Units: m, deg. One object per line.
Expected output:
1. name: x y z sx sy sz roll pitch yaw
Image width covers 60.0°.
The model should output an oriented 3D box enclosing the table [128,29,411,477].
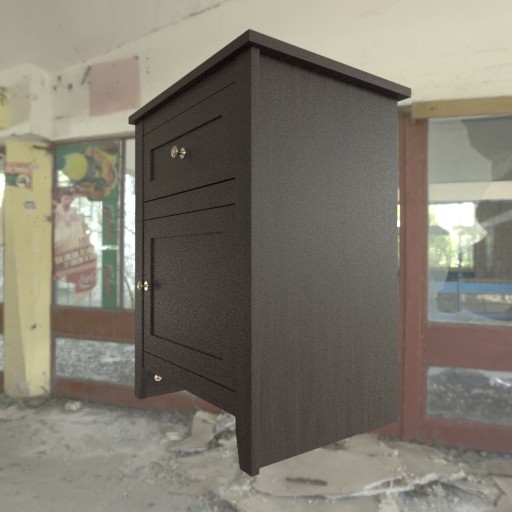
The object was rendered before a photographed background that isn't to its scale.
1. table: 0.000 0.000 0.923 0.381 0.635 0.480 0 0 -36
